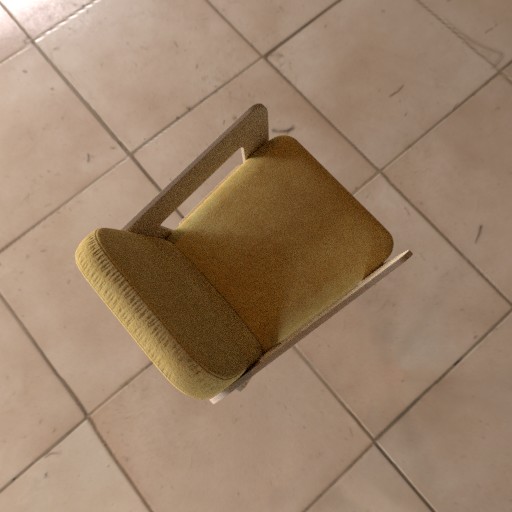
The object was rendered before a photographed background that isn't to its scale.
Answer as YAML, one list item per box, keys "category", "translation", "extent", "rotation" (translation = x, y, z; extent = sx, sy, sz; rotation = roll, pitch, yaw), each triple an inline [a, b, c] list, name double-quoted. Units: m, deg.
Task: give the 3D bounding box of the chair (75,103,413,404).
- category: "chair"
  translation: [0.000, 0.000, 1.301]
  extent: [0.710, 0.800, 0.590]
  rotation: [-41, 79, -9]
